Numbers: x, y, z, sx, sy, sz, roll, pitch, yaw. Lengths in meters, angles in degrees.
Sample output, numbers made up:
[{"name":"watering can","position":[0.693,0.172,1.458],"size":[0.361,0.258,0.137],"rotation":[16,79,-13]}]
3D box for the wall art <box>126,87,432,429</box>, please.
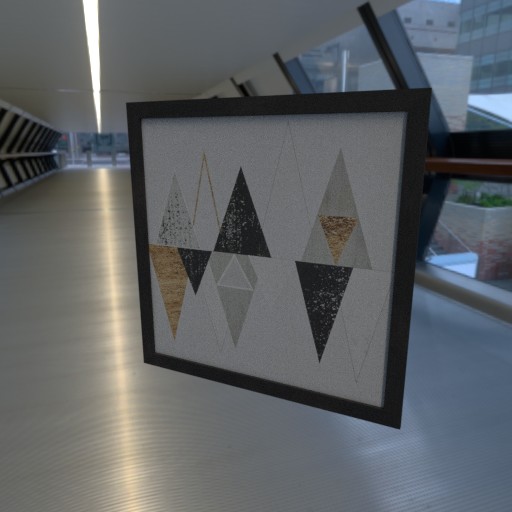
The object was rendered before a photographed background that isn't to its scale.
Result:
[{"name":"wall art","position":[0.000,0.000,1.210],"size":[0.823,0.823,0.013],"rotation":[7,16,25]}]
